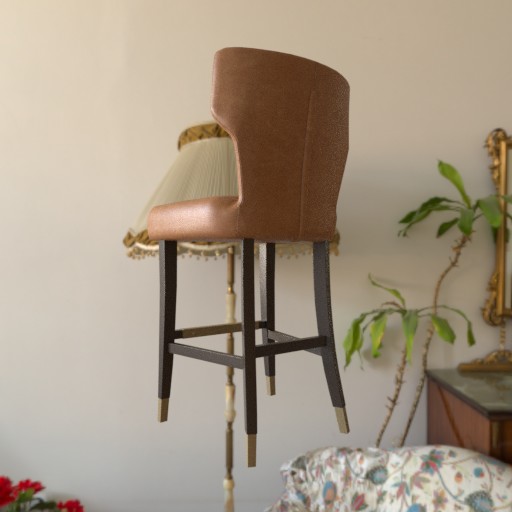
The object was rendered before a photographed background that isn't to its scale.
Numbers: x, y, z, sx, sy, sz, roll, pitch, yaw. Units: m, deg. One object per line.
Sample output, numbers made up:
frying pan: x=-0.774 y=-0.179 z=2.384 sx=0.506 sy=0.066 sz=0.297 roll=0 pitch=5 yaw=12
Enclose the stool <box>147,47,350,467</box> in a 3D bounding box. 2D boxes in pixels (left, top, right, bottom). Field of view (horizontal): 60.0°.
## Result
stool: x=0.000 y=0.000 z=1.435 sx=0.526 sy=1.092 sz=0.563 roll=0 pitch=0 yaw=-37
